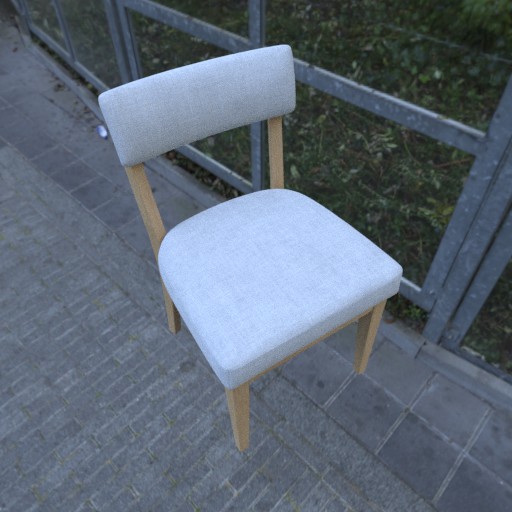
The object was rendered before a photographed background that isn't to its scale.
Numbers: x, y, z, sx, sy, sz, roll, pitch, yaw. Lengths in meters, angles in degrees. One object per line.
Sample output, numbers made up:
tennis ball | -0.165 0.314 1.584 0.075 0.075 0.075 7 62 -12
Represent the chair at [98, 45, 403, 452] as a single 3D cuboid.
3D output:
chair | 0.000 0.000 1.160 0.508 0.832 0.572 -25 52 -22
